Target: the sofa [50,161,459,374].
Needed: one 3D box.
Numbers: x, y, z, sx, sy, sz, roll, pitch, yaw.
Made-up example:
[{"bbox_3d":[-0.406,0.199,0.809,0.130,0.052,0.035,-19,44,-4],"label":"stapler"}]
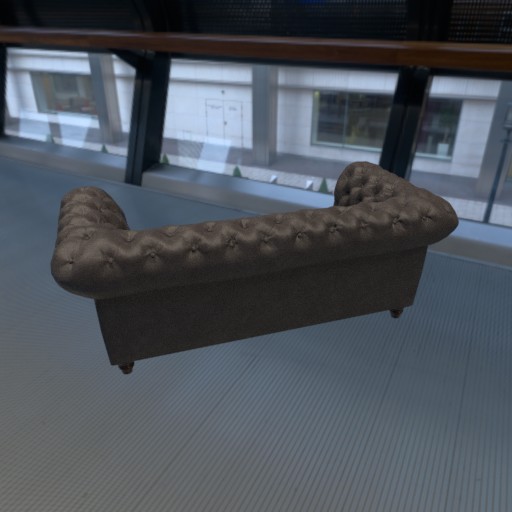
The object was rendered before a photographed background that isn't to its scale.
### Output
[{"bbox_3d":[0.000,0.000,2.539,2.048,0.779,0.944,-8,29,-16],"label":"sofa"}]
